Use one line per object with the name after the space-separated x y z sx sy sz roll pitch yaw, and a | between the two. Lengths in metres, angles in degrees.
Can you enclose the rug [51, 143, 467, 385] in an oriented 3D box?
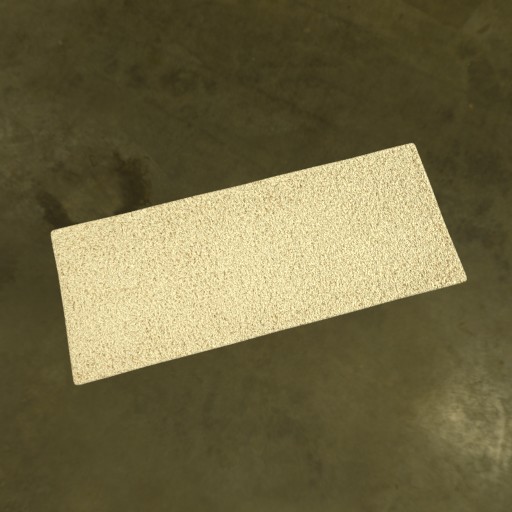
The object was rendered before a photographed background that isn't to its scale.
0.000 0.000 1.735 1.524 0.030 0.609 -14 76 -4 | rug
